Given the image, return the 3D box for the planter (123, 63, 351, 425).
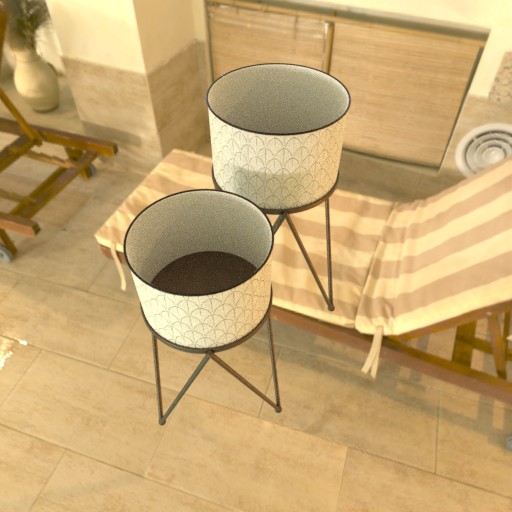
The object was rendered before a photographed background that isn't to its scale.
[{"bbox_3d":[0.000,0.000,1.161,0.413,0.712,0.769,18,50,16],"label":"planter"}]
